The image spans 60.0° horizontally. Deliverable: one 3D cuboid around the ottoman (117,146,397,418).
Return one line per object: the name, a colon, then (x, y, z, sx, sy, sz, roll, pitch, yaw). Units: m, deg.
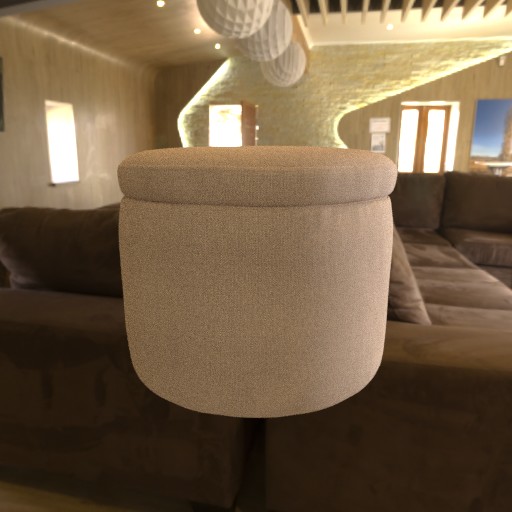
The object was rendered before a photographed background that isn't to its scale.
ottoman: (0.000, 0.000, 0.852, 0.497, 0.409, 0.497, 0, 13, 0)
